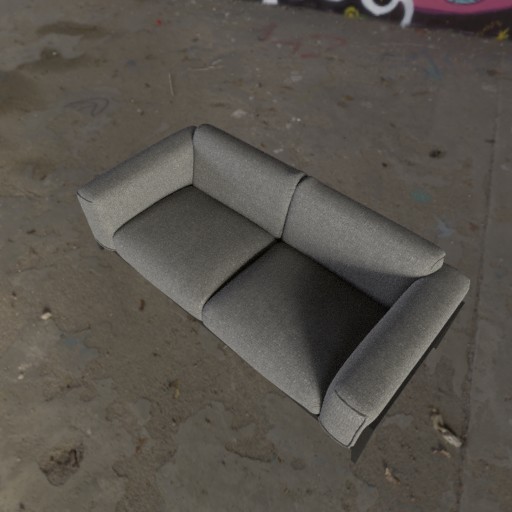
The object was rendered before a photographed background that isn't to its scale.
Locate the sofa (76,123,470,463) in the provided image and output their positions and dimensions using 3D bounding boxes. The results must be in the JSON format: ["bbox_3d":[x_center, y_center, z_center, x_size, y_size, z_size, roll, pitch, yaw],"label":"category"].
[{"bbox_3d":[0.000,0.000,2.599,2.125,0.703,0.985,34,57,26],"label":"sofa"}]
